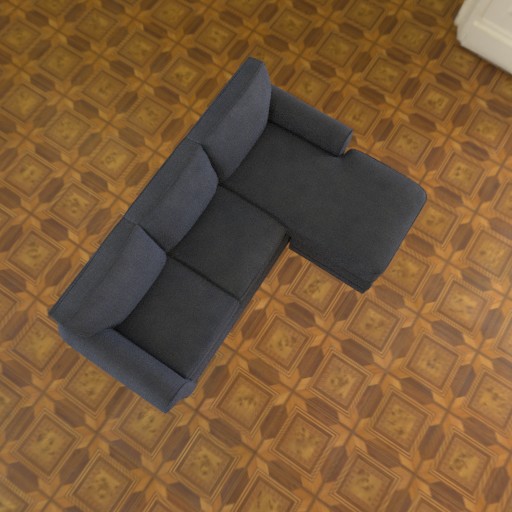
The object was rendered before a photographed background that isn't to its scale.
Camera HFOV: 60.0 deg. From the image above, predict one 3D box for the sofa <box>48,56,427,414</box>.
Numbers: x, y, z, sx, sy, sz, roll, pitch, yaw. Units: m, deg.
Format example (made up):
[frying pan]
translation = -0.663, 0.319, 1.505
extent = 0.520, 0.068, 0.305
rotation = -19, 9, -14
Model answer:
[sofa]
translation = 0.000, 0.000, 3.378
extent = 1.780, 1.063, 2.567
rotation = 32, 77, 9
